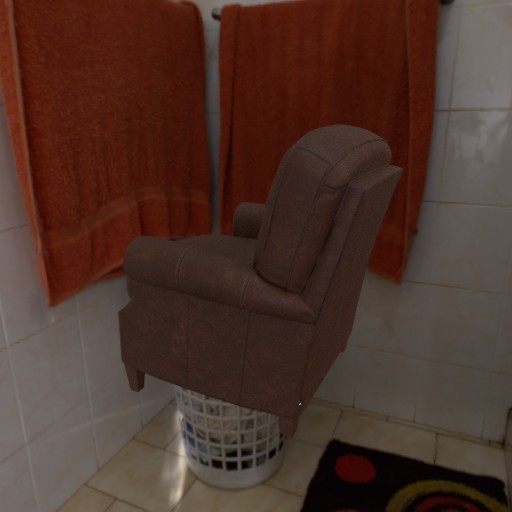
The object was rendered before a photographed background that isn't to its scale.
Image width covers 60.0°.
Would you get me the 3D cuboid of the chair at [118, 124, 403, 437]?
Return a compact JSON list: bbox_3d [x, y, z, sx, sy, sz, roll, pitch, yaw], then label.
[{"bbox_3d":[0.000,0.000,1.787,0.986,1.018,0.936,8,18,25],"label":"chair"}]
